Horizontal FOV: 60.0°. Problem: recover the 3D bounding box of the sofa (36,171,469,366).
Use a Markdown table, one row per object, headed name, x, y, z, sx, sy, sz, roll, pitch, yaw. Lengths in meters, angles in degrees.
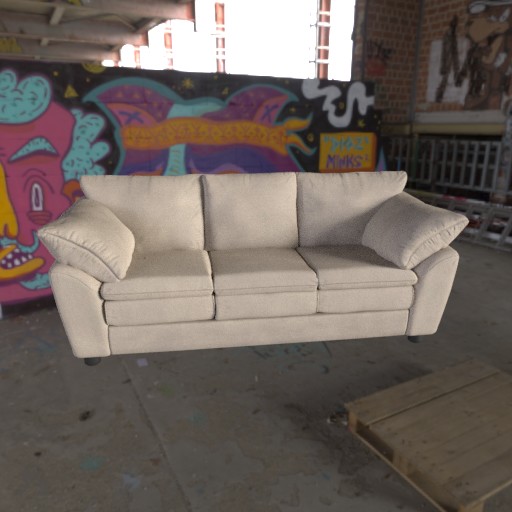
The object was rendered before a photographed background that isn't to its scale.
| name | x | y | z | sx | sy | sz | roll | pitch | yaw |
| --- | --- | --- | --- | --- | --- | --- | --- | --- | --- |
| sofa | 0.000 | 0.000 | 2.798 | 2.334 | 0.996 | 0.878 | -2 | 16 | -8 |
